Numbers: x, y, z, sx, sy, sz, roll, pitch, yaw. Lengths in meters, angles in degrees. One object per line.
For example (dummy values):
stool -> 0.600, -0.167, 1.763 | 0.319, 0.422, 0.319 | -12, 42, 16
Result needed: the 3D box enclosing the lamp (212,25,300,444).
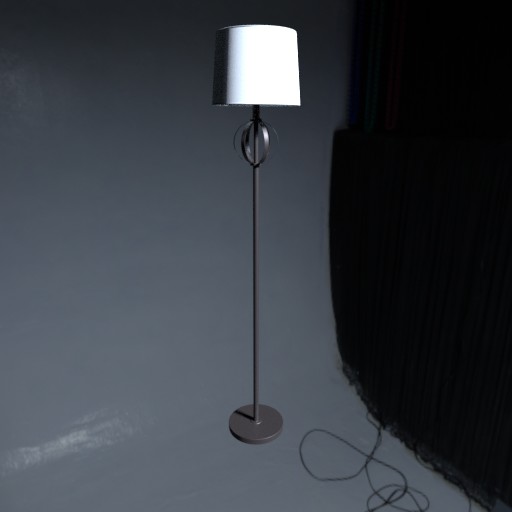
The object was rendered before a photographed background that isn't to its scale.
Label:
lamp -> 0.000, 0.000, 1.606 | 0.286, 1.462, 0.286 | -9, 19, -26
